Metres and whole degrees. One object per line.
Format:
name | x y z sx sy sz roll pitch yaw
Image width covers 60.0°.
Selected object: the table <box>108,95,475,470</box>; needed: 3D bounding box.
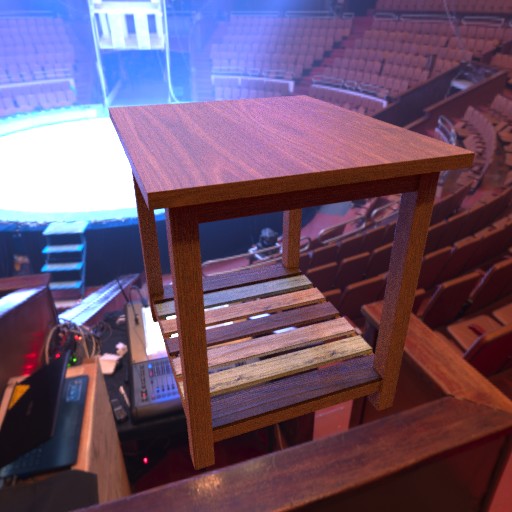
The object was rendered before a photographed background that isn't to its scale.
table | 0.000 0.000 1.100 0.559 0.635 0.660 -10 30 -18
